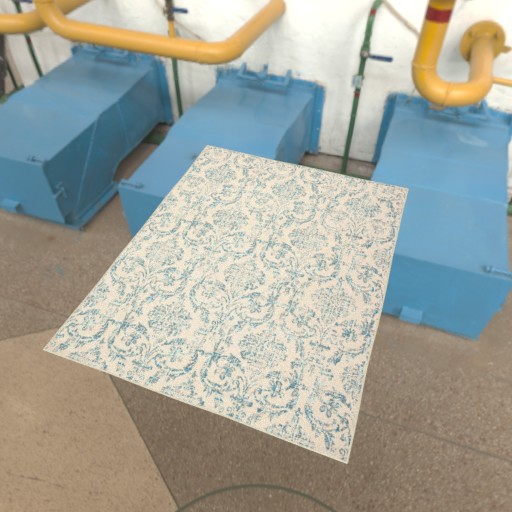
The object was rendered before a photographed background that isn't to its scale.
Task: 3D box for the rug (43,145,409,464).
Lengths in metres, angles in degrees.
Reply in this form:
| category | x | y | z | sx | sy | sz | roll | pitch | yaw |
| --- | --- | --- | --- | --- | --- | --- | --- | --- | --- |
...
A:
| category | x | y | z | sx | sy | sz | roll | pitch | yaw |
| --- | --- | --- | --- | --- | --- | --- | --- | --- | --- |
| rug | 0.000 | 0.000 | 4.055 | 2.363 | 0.012 | 2.980 | 15 | 49 | 14 |
